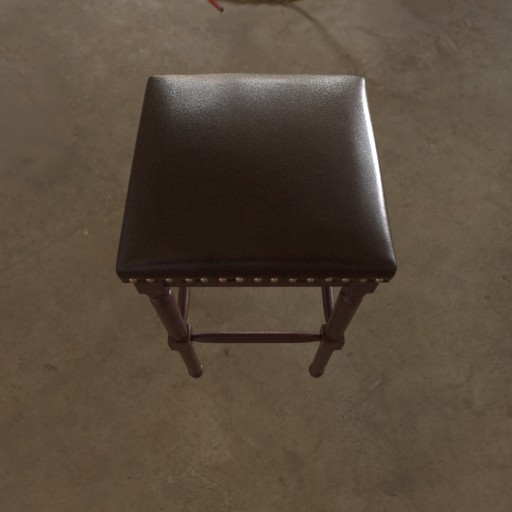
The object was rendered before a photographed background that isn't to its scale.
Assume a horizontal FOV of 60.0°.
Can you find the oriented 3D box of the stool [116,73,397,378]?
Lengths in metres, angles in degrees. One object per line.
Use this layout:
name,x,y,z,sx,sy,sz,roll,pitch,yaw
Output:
stool,0.000,0.000,0.941,0.382,0.702,0.383,0,61,0
